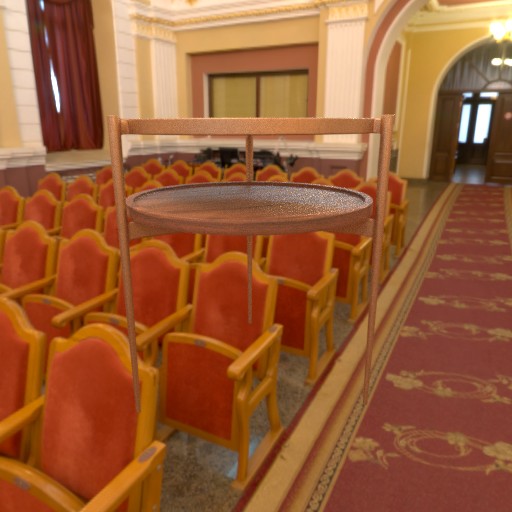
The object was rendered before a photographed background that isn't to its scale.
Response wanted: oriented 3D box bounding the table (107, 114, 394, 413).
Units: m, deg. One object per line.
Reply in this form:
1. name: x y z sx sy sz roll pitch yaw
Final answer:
1. table: 0.000 0.000 0.820 0.456 0.493 0.430 8 18 26
